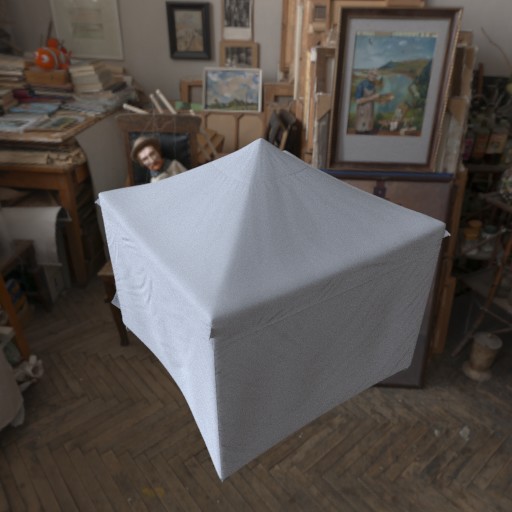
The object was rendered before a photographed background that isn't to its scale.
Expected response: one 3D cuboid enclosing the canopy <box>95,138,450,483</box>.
[{"bbox_3d":[0.000,0.000,5.534,3.043,2.997,3.121,-19,37,-28],"label":"canopy"}]
